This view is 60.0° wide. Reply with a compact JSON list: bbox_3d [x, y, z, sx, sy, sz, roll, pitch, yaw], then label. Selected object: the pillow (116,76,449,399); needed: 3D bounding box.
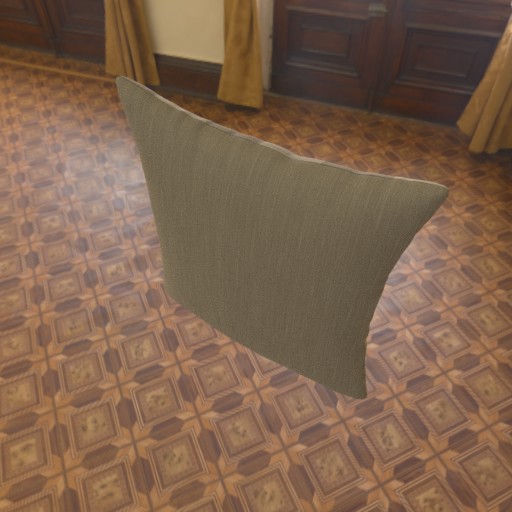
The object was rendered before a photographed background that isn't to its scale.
[{"bbox_3d":[0.000,0.000,0.767,0.511,0.509,0.161,26,52,22],"label":"pillow"}]
